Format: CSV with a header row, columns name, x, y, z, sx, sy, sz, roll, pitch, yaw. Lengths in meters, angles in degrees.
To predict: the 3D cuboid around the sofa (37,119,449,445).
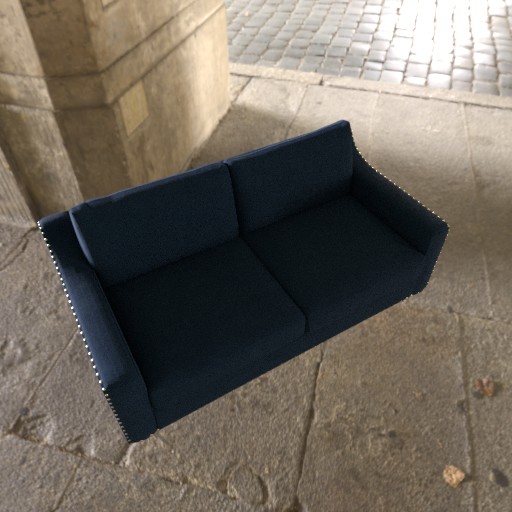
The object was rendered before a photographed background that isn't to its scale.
name,x,y,z,sx,sy,sz,roll,pitch,yaw
sofa,0.000,0.000,2.668,2.107,0.983,1.104,-23,50,-21
